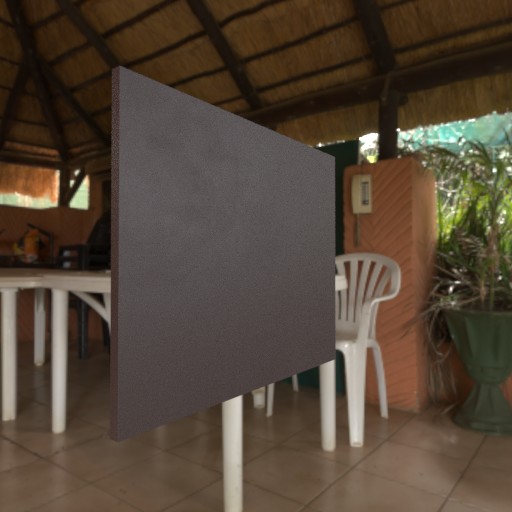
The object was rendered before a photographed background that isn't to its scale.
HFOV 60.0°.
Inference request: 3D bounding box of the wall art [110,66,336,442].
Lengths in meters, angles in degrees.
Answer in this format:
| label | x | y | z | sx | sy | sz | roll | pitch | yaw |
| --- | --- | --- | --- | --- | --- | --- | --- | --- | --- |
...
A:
| label | x | y | z | sx | sy | sz | roll | pitch | yaw |
| --- | --- | --- | --- | --- | --- | --- | --- | --- | --- |
| wall art | 0.000 | 0.000 | 1.614 | 0.034 | 0.952 | 1.207 | -1 | -1 | 37 |
